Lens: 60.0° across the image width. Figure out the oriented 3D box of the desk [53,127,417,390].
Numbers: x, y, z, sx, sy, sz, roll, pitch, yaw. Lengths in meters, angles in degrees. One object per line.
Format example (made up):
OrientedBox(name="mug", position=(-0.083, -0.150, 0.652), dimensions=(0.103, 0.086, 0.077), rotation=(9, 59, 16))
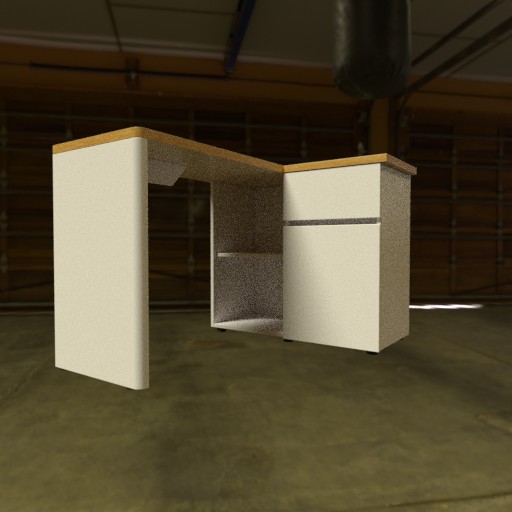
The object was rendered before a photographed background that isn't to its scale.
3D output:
OrientedBox(name="desk", position=(0.000, 0.000, 1.739), dimensions=(0.900, 0.760, 1.170), rotation=(1, 2, 35))
